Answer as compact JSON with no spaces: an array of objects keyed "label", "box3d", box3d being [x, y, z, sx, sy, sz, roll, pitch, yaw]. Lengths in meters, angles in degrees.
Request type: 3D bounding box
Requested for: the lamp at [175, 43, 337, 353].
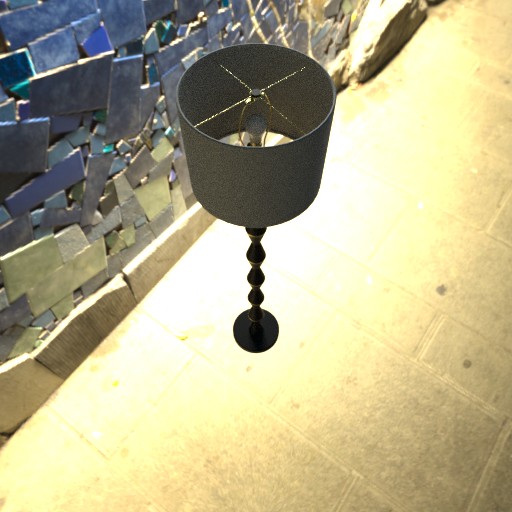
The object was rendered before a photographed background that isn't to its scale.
[{"label":"lamp","box3d":[0.000,0.000,1.675,0.381,1.480,0.381,-35,64,-19]}]
